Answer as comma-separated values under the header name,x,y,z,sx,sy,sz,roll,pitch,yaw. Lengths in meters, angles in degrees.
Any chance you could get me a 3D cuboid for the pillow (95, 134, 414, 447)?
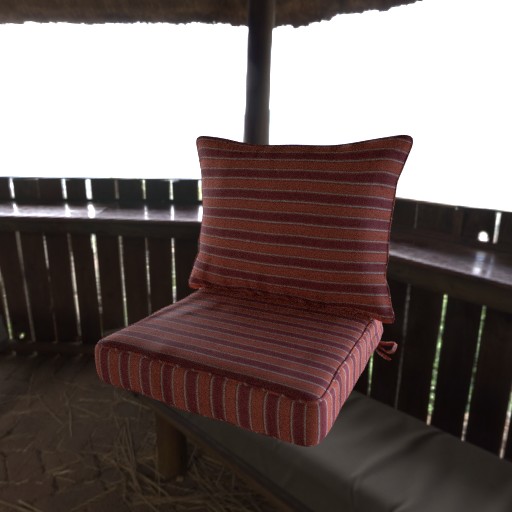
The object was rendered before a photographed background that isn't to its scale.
name,x,y,z,sx,sy,sz,roll,pitch,yaw
pillow,0.000,0.000,1.357,0.799,0.723,0.733,7,16,26
